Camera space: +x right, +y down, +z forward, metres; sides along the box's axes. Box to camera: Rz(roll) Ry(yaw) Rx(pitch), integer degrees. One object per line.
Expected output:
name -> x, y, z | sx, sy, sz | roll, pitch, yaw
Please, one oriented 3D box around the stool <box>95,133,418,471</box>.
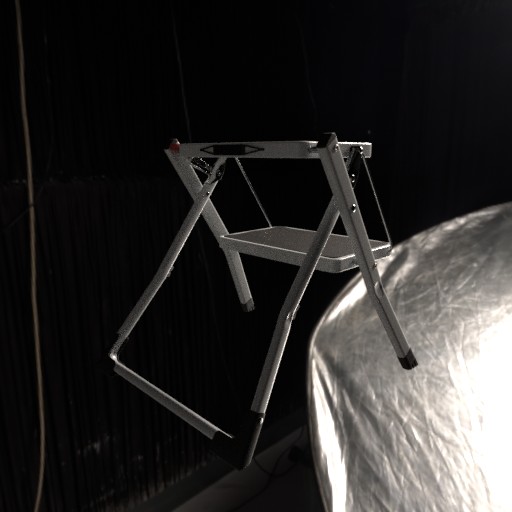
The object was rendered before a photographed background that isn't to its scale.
stool -> 0.000, 0.000, 0.857 | 0.490, 0.445, 0.485 | -13, 18, -43
